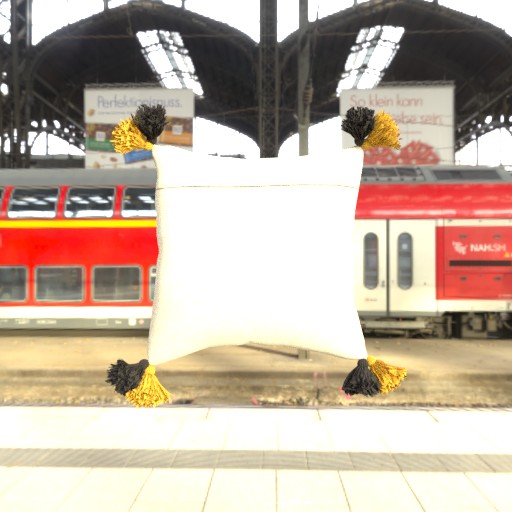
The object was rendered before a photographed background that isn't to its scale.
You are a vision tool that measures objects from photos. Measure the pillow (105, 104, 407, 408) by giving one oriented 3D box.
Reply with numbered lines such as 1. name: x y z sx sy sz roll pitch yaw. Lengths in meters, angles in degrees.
1. pillow: 0.000 0.000 0.975 0.654 0.659 0.139 0 -1 0
